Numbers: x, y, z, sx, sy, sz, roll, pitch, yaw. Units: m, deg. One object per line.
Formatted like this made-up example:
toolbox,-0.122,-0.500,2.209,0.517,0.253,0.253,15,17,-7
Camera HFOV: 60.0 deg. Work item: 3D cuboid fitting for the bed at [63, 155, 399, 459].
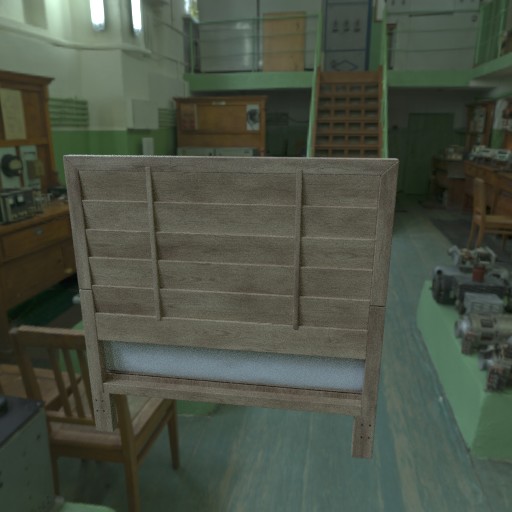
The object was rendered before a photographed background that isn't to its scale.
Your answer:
bed,0.000,0.000,3.369,1.626,1.626,2.197,2,17,8
